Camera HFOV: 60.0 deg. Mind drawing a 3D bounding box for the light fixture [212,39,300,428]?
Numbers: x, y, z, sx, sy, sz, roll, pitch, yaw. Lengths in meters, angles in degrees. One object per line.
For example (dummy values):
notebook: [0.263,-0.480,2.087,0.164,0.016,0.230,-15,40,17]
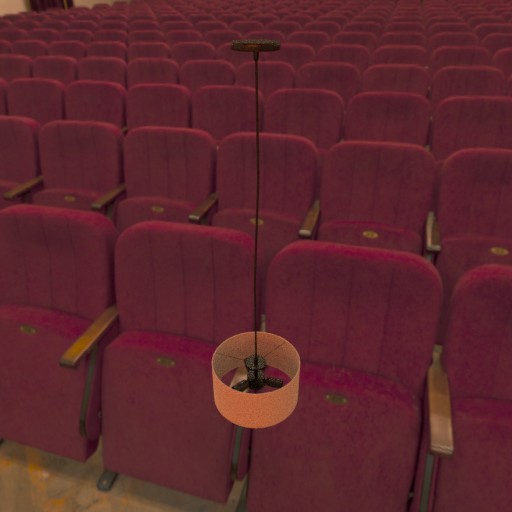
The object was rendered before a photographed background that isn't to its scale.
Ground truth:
light fixture: [0.000,0.000,1.734,0.399,1.516,0.399,0,30,0]
